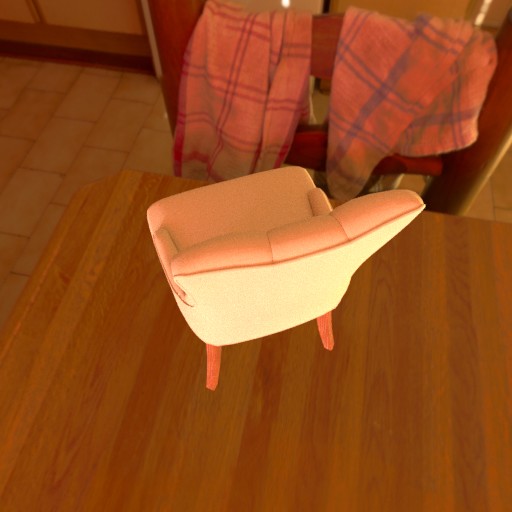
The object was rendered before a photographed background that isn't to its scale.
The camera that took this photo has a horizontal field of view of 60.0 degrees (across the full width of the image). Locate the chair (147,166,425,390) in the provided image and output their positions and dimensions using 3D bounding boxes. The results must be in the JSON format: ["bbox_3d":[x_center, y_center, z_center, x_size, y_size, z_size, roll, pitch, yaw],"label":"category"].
[{"bbox_3d":[0.000,0.000,1.199,0.509,0.874,0.565,-16,59,-10],"label":"chair"}]
